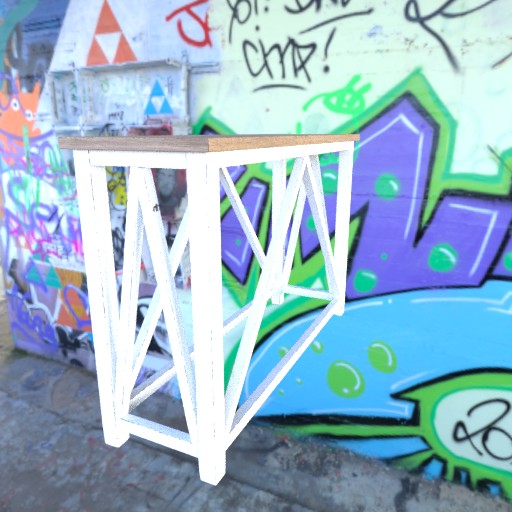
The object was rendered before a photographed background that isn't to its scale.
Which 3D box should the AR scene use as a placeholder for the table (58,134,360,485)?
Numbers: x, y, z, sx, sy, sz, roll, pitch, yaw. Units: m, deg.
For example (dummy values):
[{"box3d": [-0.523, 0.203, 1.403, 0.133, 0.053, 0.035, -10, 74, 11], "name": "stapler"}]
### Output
[{"box3d": [0.000, 0.000, 1.768, 0.450, 0.930, 1.400, 7, 17, 25], "name": "table"}]
